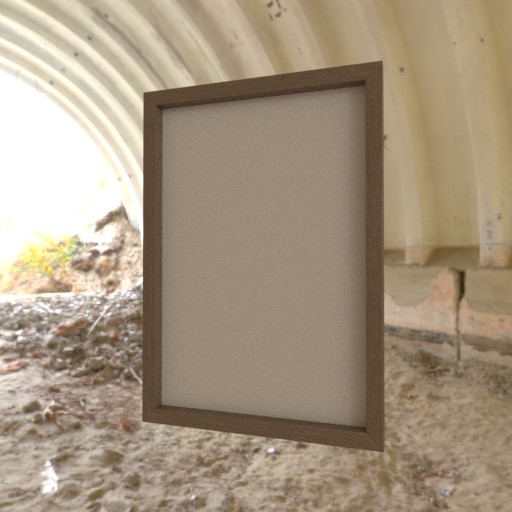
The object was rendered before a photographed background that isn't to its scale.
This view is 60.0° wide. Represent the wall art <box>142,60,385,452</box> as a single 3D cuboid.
[{"bbox_3d":[0.000,0.000,0.646,0.358,0.510,0.032,0,-1,18],"label":"wall art"}]
